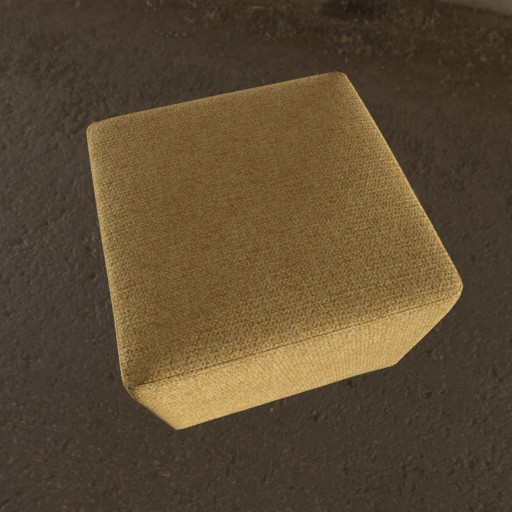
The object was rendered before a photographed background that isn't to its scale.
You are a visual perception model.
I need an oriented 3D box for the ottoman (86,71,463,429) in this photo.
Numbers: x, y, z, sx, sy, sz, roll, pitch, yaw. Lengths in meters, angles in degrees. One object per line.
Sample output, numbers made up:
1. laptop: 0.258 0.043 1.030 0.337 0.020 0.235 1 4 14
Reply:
1. ottoman: 0.000 0.000 0.889 0.512 0.441 0.505 -15 63 -8
